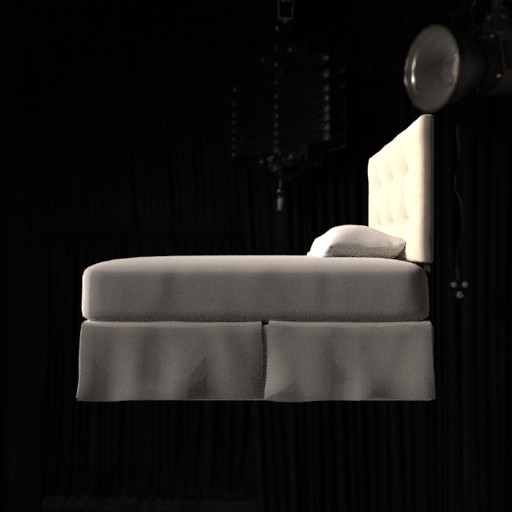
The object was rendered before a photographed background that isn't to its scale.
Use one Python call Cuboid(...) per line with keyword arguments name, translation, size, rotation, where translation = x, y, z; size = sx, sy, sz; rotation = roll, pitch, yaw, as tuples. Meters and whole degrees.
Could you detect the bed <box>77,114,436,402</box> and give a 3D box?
Cuboid(name="bed", translation=(0.000, 0.000, 3.000), size=(1.997, 1.571, 1.261), rotation=(0, 0, 0))
